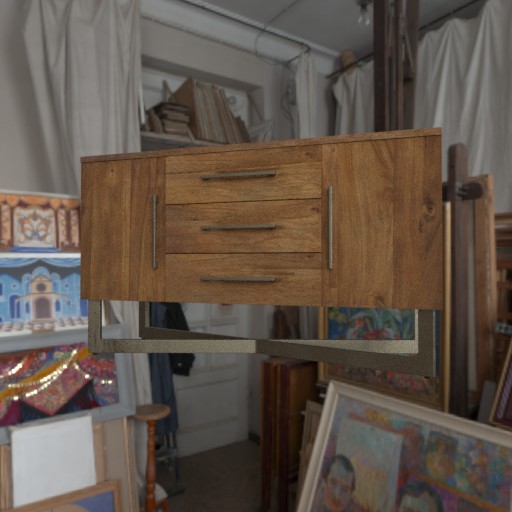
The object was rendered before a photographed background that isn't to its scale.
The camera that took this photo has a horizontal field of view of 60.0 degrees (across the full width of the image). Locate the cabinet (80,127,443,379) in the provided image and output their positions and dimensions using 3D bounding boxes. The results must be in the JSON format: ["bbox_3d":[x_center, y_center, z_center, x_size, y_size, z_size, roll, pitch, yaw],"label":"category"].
[{"bbox_3d":[0.000,0.000,1.815,1.373,0.812,0.480,0,-1,17],"label":"cabinet"}]
